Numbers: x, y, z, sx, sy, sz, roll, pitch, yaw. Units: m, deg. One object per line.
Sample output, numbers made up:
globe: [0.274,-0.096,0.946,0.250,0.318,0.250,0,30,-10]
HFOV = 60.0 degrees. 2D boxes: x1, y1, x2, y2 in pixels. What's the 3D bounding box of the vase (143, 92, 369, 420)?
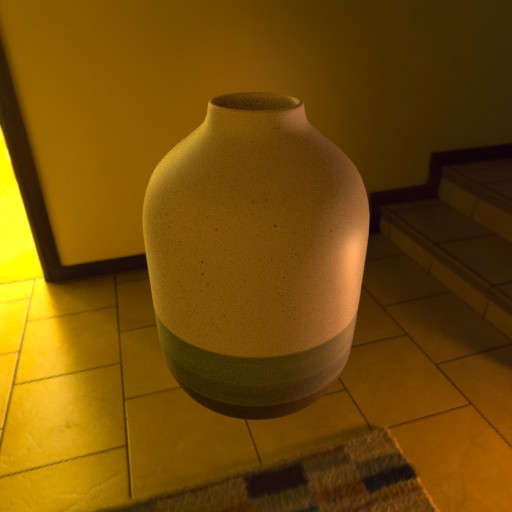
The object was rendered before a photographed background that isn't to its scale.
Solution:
vase: [0.000,0.000,0.356,0.169,0.240,0.169,0,30,0]
